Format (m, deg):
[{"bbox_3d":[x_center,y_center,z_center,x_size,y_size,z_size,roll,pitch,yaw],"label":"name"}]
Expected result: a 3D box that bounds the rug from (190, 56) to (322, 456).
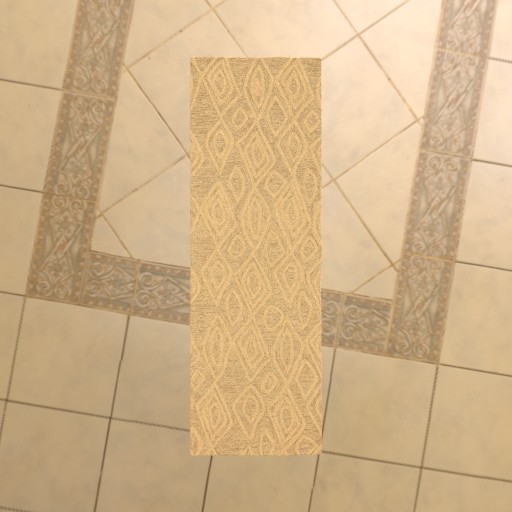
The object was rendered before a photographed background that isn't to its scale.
[{"bbox_3d":[0.000,0.000,2.704,0.807,0.013,2.436,0,90,-1],"label":"rug"}]
